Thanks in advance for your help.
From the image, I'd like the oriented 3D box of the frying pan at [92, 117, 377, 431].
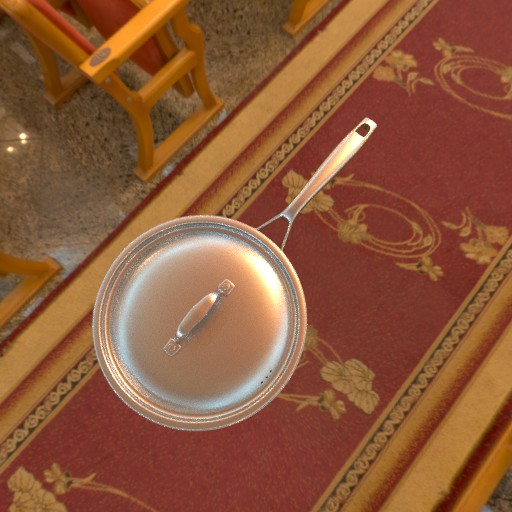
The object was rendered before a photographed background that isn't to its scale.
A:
[{"bbox_3d":[0.000,0.000,0.592,0.272,0.086,0.490,40,79,9],"label":"frying pan"}]
